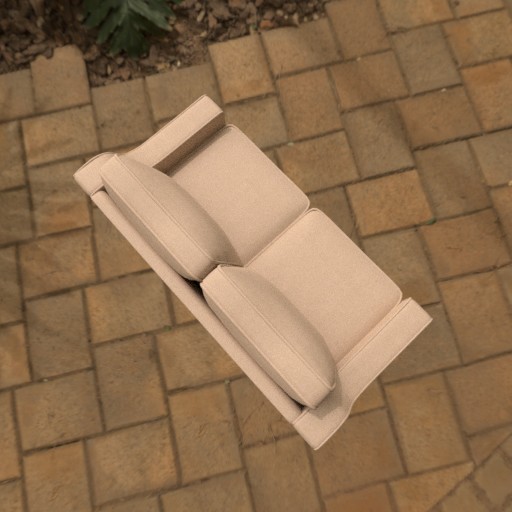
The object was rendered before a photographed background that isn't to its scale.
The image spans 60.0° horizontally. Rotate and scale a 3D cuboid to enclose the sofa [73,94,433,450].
[{"bbox_3d":[0.000,0.000,3.621,1.351,1.562,2.587,-42,80,-9],"label":"sofa"}]
